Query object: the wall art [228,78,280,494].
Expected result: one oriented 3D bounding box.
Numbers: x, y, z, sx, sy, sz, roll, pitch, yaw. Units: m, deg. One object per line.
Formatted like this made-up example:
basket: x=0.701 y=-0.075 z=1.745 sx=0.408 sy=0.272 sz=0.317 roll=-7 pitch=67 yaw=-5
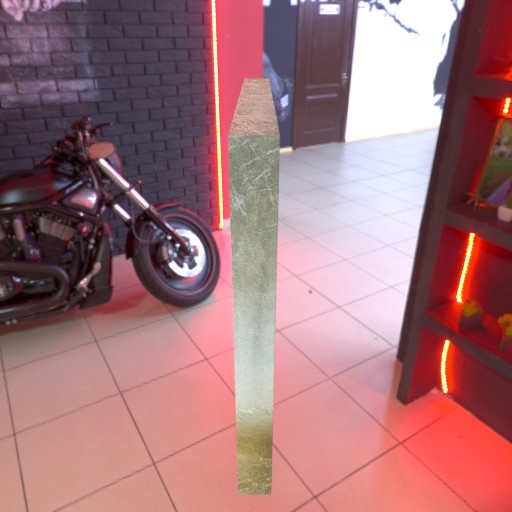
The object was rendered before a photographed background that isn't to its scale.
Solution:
wall art: x=0.000 y=0.000 z=0.595 sx=0.038 sy=0.407 sz=0.405 roll=0 pitch=27 yaw=0
